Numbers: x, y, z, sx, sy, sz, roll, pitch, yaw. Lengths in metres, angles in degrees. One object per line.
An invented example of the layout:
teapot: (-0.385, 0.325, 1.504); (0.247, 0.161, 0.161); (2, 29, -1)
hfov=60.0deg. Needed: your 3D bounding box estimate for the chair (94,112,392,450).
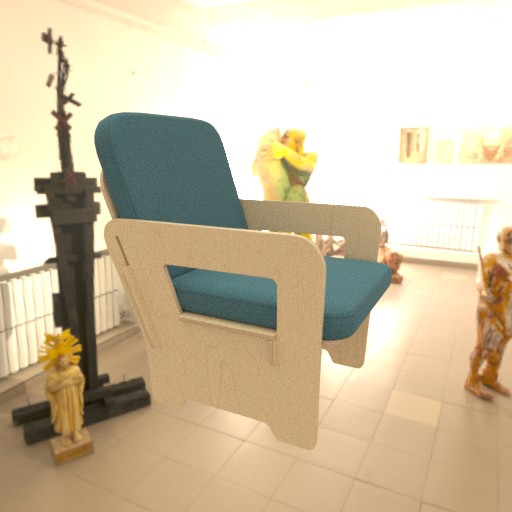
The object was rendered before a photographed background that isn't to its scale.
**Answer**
chair: (0.000, 0.000, 1.201); (0.657, 0.747, 0.547); (7, 15, 26)
